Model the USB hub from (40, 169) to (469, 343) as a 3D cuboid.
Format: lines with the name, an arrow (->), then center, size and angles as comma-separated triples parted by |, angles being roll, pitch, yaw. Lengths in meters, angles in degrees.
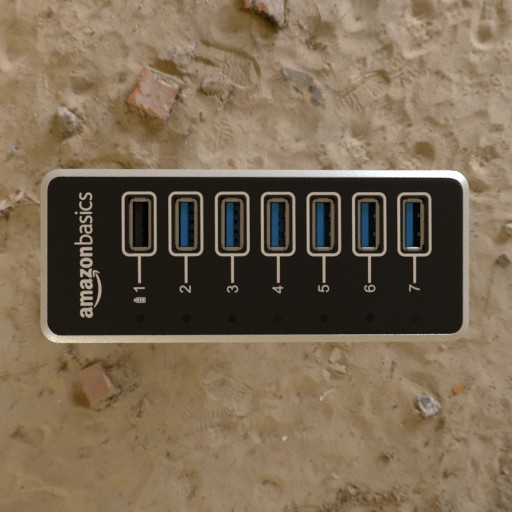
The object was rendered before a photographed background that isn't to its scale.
USB hub -> 0.000, 0.000, 0.124 | 0.110, 0.023, 0.044 | 0, 90, -1
